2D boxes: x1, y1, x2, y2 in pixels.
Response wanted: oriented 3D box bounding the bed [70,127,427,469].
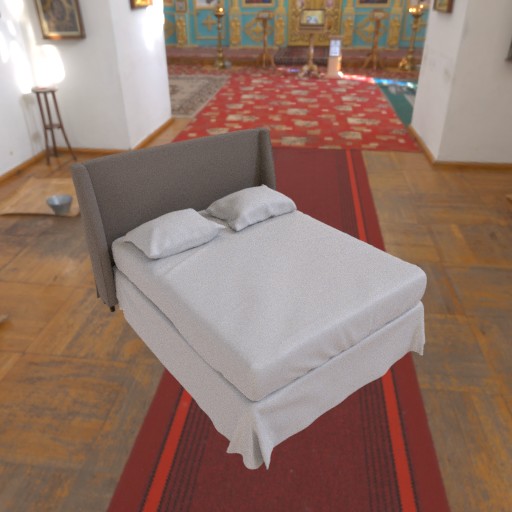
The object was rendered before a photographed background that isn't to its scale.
[{"bbox_3d":[0.000,0.000,3.477,1.925,1.332,2.276,-21,36,-32],"label":"bed"}]
